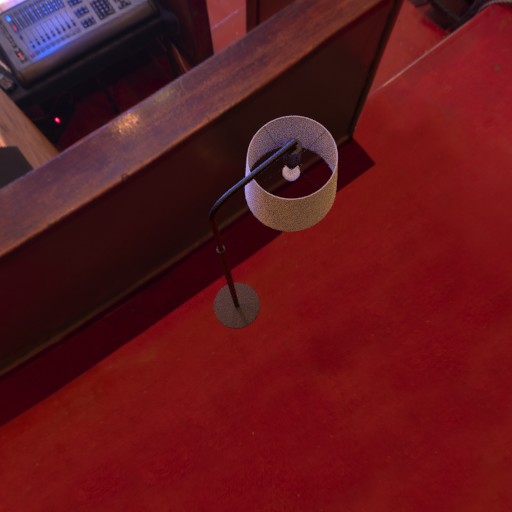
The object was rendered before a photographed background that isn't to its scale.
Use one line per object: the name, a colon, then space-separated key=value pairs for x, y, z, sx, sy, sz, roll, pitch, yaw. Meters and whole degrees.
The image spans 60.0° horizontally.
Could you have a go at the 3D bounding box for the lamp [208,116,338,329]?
lamp: x=0.000 y=0.000 z=1.678 sx=0.508 sy=1.478 sz=0.254 roll=-38 pitch=79 yaw=-9
